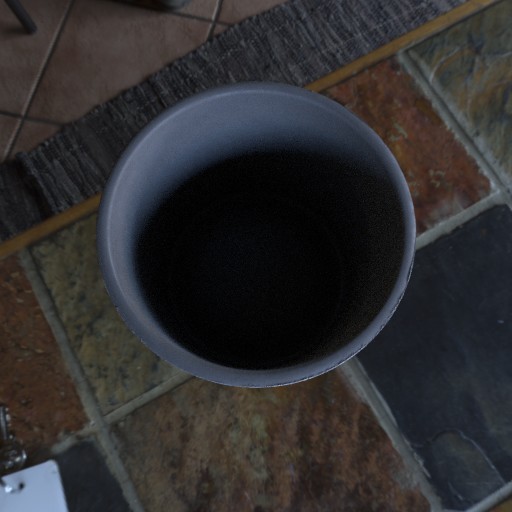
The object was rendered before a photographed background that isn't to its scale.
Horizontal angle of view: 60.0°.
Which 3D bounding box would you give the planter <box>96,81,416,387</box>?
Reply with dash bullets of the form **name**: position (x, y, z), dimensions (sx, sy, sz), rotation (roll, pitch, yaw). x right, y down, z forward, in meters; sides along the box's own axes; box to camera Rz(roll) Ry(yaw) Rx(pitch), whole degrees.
- **planter**: position (0.000, 0.000, 0.396), dimensions (0.221, 0.201, 0.221), rotation (0, 76, 0)
